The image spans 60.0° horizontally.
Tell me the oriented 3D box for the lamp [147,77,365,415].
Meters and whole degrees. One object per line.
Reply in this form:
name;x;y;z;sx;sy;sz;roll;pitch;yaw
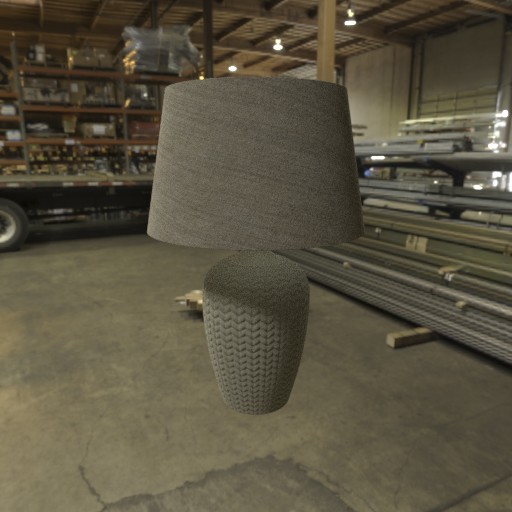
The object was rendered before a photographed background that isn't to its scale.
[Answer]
lamp;0.000;0.000;0.827;0.390;0.580;0.390;0;13;0
